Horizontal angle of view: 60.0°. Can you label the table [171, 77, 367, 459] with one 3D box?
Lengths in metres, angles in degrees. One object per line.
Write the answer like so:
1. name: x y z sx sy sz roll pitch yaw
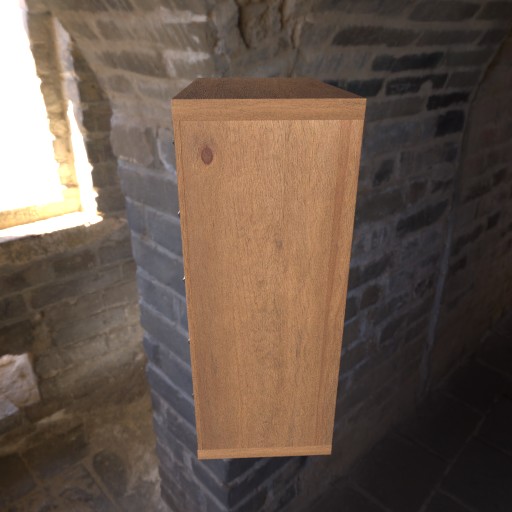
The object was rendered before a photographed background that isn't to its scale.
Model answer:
1. table: 0.000 0.000 1.798 0.524 1.294 0.901 -1 25 -2
